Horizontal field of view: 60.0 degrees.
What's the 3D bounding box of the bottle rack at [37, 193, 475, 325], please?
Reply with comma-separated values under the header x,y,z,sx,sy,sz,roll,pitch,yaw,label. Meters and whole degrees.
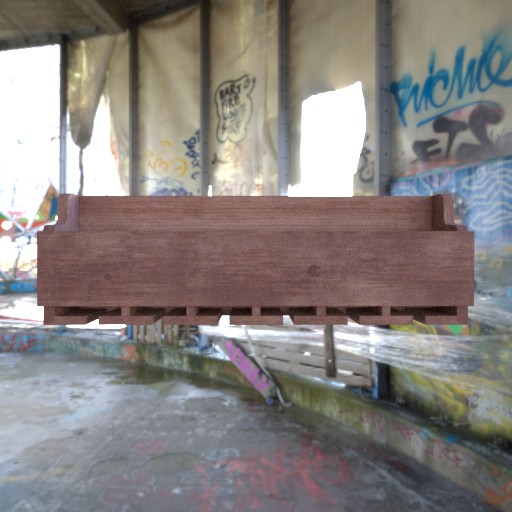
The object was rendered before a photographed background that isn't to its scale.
x,y,z,sx,sy,sz,roll,pitch,yaw,label
0.000,0.000,0.679,0.608,0.196,0.126,0,1,0,bottle rack
